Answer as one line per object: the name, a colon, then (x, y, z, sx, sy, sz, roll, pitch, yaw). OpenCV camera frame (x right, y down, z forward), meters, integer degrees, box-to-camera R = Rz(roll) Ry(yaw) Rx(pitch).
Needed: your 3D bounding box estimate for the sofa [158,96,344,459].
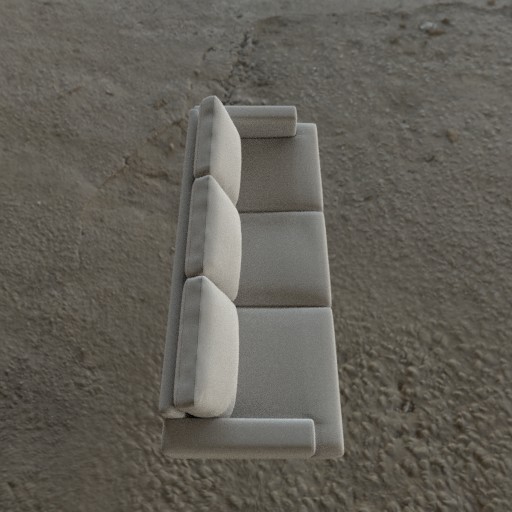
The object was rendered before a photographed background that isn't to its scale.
sofa: (0.000, 0.000, 2.789, 0.920, 0.810, 2.310, 0, 61, 0)
